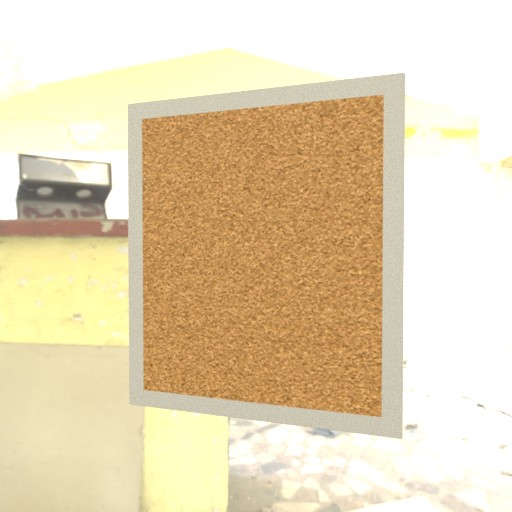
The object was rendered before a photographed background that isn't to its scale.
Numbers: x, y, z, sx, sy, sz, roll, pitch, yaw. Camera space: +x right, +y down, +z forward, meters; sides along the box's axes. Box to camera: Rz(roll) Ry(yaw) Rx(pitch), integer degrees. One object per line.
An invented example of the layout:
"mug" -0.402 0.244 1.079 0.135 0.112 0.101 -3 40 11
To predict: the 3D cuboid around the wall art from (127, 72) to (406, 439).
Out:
"wall art" 0.000 0.000 0.522 0.331 0.381 0.028 0 1 18
